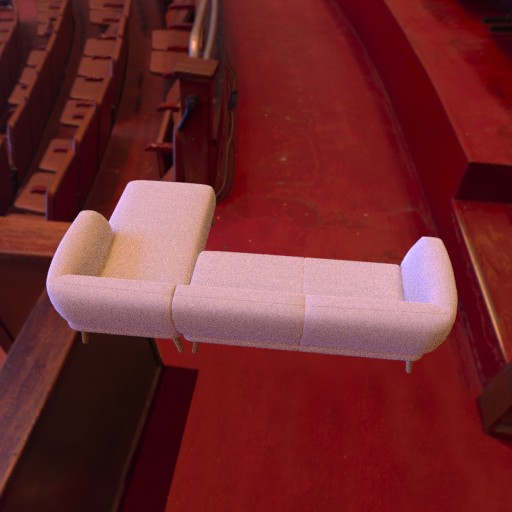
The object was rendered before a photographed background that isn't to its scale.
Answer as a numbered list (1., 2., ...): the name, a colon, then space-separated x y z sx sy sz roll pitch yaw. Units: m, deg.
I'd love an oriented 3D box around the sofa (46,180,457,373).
1. sofa: 0.000 0.000 3.431 2.660 0.730 1.610 4 46 4
